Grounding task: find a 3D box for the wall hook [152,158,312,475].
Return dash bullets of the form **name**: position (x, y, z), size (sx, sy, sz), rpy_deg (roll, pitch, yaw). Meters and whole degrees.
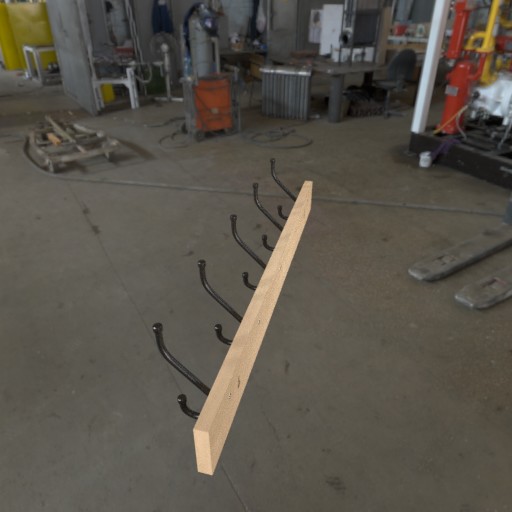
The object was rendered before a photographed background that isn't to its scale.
- **wall hook**: position (0.000, 0.000, 0.613), size (0.071, 0.117, 0.571), rpy_deg (8, 32, 13)
